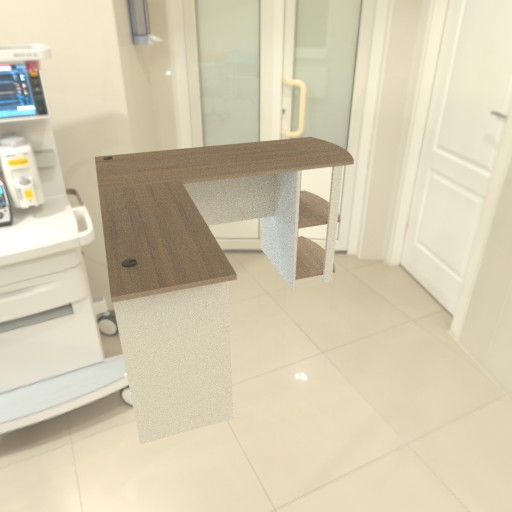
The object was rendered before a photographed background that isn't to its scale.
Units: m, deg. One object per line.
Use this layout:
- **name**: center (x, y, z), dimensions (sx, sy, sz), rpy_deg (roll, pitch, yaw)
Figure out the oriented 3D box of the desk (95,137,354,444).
- **desk**: center (0.000, 0.000, 2.109), dimensions (1.303, 0.716, 1.361), rpy_deg (-10, 31, -17)
